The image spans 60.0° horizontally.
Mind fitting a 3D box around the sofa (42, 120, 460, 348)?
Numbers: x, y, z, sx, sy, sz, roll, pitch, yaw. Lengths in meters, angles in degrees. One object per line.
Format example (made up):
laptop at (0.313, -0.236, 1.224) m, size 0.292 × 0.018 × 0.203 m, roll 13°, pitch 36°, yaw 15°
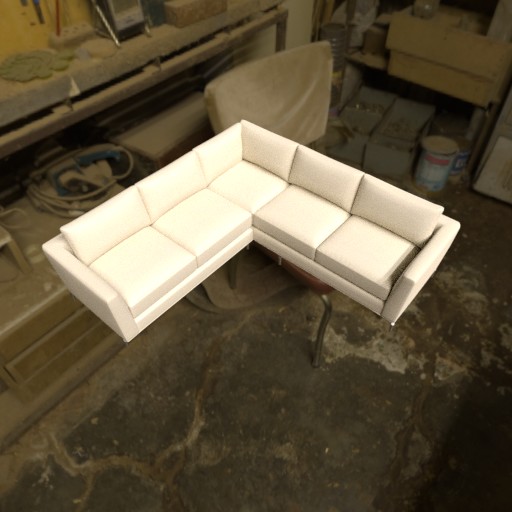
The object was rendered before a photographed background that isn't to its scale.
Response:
sofa at (0.000, 0.000, 3.771) m, size 2.448 × 0.867 × 2.430 m, roll 32°, pitch 54°, yaw 27°
